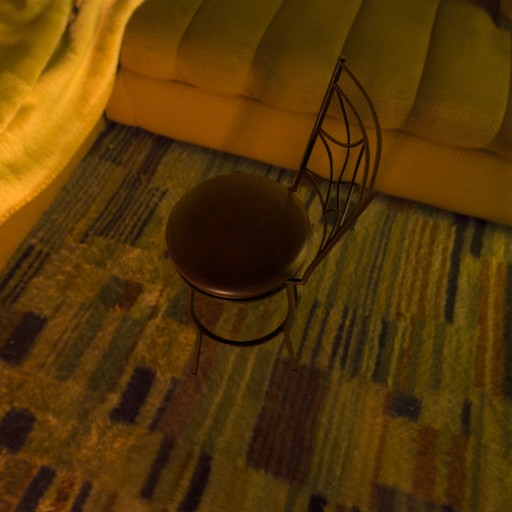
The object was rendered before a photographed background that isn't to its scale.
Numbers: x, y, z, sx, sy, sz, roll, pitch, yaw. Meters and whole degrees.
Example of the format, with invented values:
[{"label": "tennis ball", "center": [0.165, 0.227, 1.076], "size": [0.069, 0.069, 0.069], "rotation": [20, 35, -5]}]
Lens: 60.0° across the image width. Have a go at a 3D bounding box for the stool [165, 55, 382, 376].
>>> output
[{"label": "stool", "center": [0.000, 0.000, 1.424], "size": [0.534, 1.117, 0.434], "rotation": [-2, 58, -1]}]
